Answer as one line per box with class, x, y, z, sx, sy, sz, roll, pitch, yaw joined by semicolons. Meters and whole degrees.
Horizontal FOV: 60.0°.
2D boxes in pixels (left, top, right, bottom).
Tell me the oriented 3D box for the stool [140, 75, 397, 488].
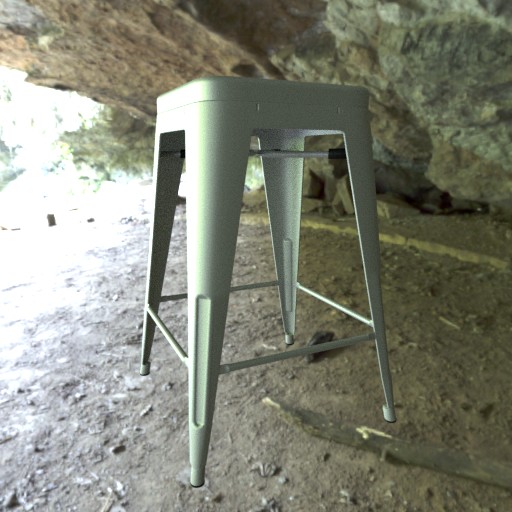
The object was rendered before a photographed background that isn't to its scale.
stool;0.000;0.000;0.871;0.410;0.608;0.410;-6;15;-25
